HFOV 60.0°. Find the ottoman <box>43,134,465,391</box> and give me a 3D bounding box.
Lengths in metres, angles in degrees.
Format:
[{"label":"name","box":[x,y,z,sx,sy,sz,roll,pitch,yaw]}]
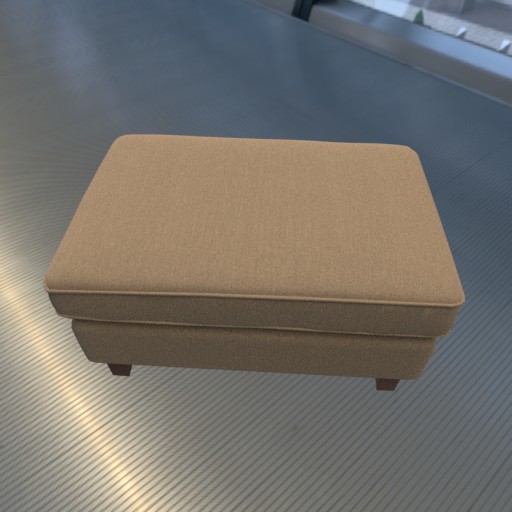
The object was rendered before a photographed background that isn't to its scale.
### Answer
[{"label":"ottoman","box":[0.000,0.000,1.295,0.945,0.521,0.636,2,46,2]}]
